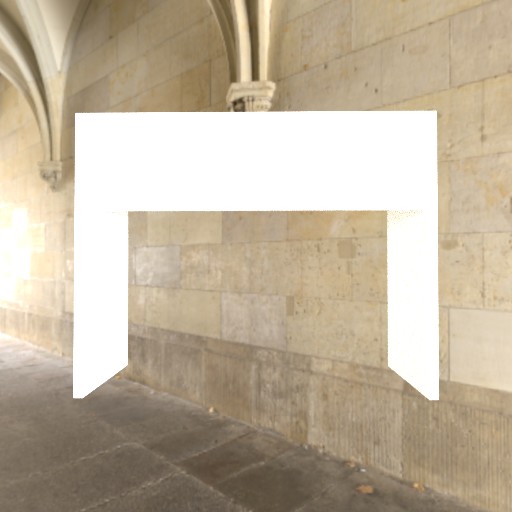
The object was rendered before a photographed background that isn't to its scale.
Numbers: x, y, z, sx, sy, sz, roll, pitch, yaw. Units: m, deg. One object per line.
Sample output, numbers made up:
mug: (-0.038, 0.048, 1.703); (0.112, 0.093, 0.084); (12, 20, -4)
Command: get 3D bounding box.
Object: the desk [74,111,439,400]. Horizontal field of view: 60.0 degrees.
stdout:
desk: (0.000, 0.000, 1.421); (1.000, 0.790, 0.400); (0, -1, 1)
